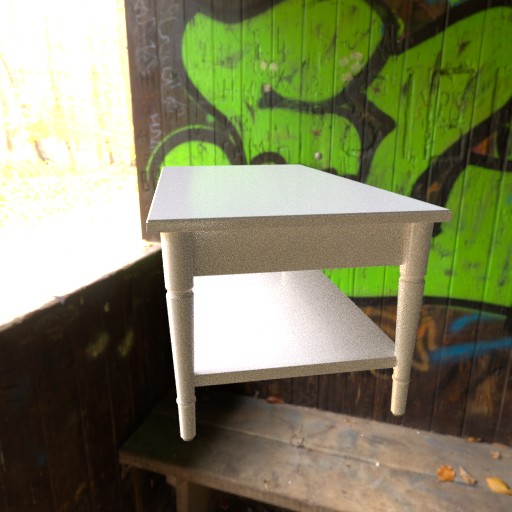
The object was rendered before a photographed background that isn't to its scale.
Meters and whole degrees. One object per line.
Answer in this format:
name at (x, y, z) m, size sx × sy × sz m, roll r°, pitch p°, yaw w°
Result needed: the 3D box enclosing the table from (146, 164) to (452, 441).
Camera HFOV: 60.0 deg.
table at (0.000, 0.000, 1.351) m, size 0.559 × 0.457 × 1.067 m, roll -3°, pitch 16°, yaw -10°
